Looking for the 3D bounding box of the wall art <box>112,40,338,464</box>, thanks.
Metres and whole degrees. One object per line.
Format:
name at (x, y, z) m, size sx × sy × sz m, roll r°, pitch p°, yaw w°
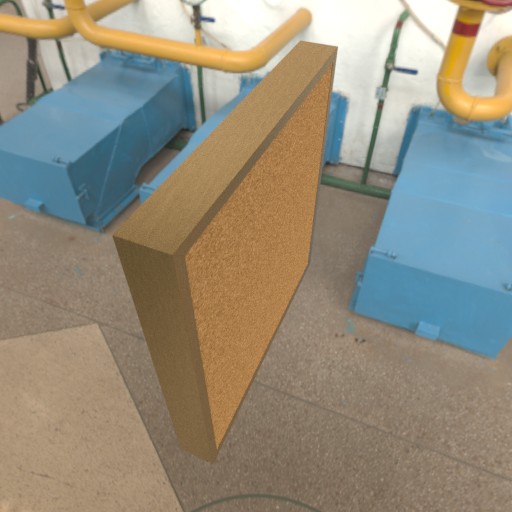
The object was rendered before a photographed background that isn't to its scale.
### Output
wall art at (0.000, 0.000, 0.442) m, size 0.038 × 0.305 × 0.304 m, roll 18°, pitch 48°, yaw 16°
